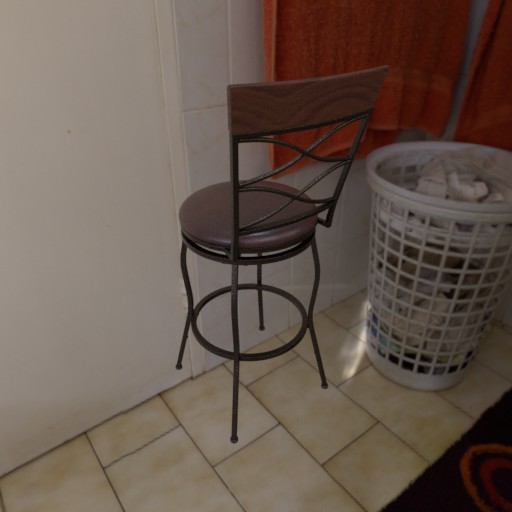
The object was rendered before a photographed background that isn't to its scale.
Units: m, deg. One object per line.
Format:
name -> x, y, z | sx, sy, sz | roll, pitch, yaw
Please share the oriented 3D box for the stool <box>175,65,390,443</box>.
stool -> 0.000, 0.000, 1.397 | 0.448, 1.130, 0.513 | -20, 36, -30
